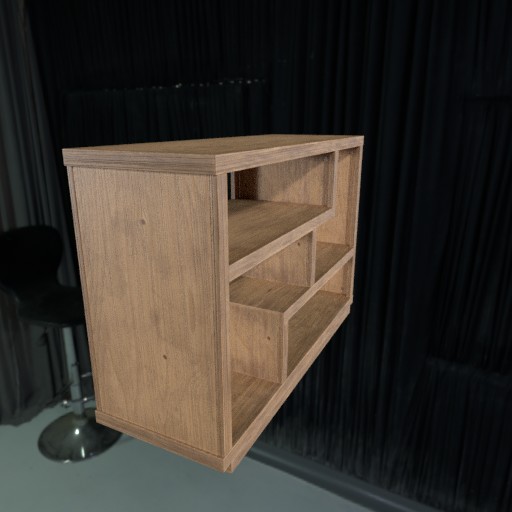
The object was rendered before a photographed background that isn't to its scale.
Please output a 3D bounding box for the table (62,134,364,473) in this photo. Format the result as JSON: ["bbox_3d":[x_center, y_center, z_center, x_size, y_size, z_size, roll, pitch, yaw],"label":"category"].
[{"bbox_3d":[0.000,0.000,1.527,0.410,0.771,1.151,8,19,26],"label":"table"}]
